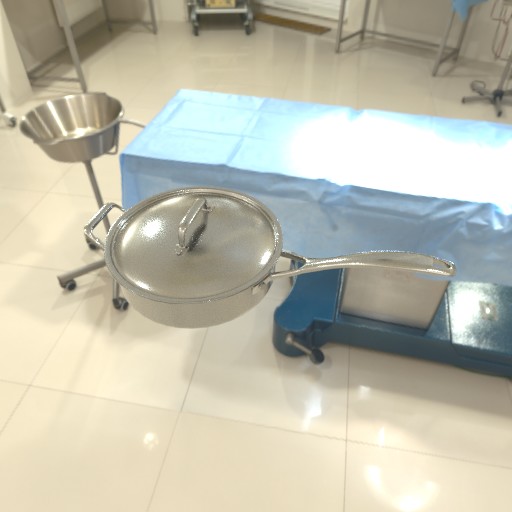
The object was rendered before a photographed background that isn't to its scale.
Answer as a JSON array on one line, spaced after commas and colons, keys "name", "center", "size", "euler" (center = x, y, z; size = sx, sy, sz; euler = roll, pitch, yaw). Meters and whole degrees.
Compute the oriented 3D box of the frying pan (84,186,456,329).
[{"name": "frying pan", "center": [0.000, 0.000, 0.604], "size": [0.492, 0.111, 0.245], "euler": [12, 44, 12]}]
